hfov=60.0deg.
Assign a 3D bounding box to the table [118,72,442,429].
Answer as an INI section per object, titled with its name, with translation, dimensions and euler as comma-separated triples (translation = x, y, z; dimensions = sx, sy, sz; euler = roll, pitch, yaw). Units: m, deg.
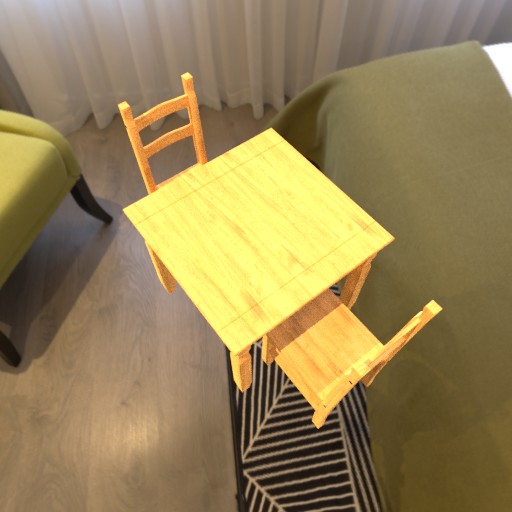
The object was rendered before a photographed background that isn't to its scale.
[table]
translation = 0.000, 0.000, 2.081
dimensions = 0.813, 0.942, 1.501
euler = -33, 64, -18
